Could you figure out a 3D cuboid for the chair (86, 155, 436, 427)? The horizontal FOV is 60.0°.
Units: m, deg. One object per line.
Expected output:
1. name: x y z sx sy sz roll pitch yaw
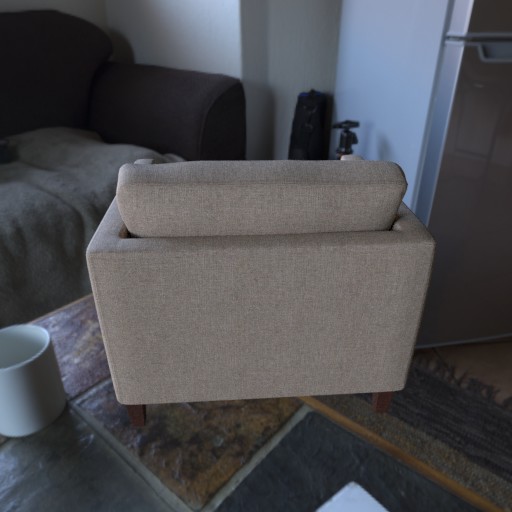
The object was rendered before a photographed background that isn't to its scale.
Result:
1. chair: 0.000 0.000 1.880 1.107 0.987 0.959 -2 30 -3
